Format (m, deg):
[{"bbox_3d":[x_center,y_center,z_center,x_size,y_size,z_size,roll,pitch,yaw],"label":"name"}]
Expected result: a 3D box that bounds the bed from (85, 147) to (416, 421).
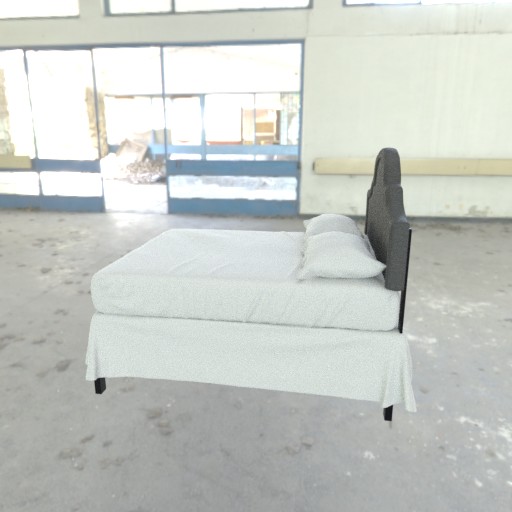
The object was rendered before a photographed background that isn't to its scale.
[{"bbox_3d":[0.000,0.000,3.425,2.222,1.634,1.780,2,15,9],"label":"bed"}]
